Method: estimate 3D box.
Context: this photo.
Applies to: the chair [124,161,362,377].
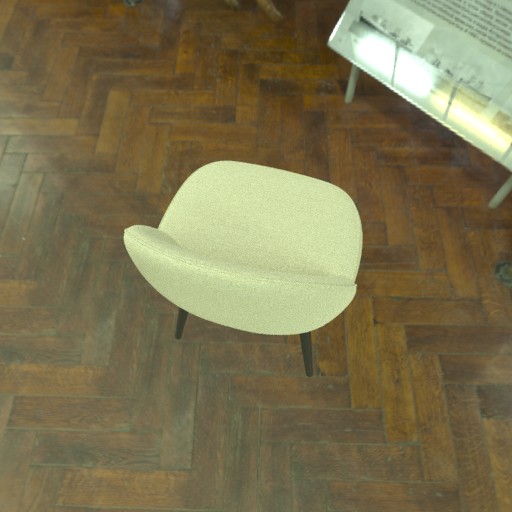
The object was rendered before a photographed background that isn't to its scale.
[{"bbox_3d":[0.000,0.000,1.179,0.532,0.838,0.540,14,63,7],"label":"chair"}]
